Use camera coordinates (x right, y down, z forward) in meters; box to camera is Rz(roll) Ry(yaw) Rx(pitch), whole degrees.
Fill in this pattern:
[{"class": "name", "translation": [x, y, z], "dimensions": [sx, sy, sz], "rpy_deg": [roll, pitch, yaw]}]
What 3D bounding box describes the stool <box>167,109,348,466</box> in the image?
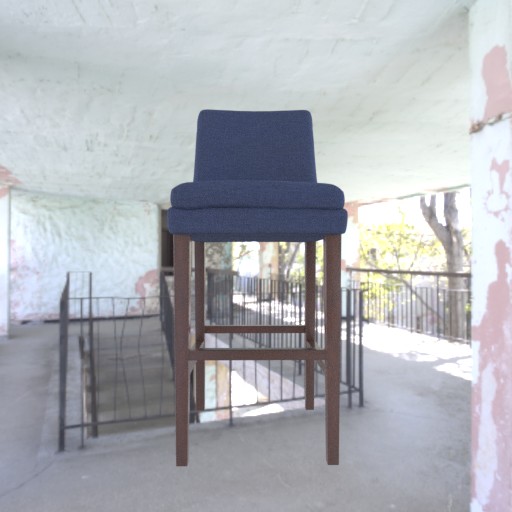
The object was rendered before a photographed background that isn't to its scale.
[{"class": "stool", "translation": [0.000, 0.000, 1.393], "dimensions": [0.470, 1.078, 0.577], "rpy_deg": [0, 0, -1]}]
